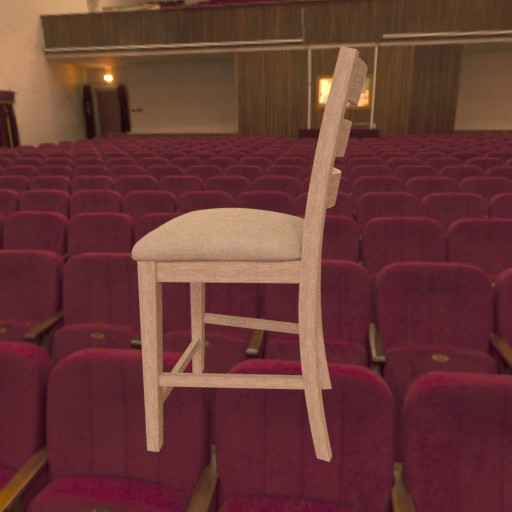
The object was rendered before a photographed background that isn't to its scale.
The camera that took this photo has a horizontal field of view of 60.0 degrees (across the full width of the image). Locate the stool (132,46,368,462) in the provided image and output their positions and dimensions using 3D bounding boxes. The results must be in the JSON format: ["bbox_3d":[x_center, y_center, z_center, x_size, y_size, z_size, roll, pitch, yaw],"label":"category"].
[{"bbox_3d":[0.000,0.000,1.288,0.569,1.032,0.484,2,15,9],"label":"stool"}]
